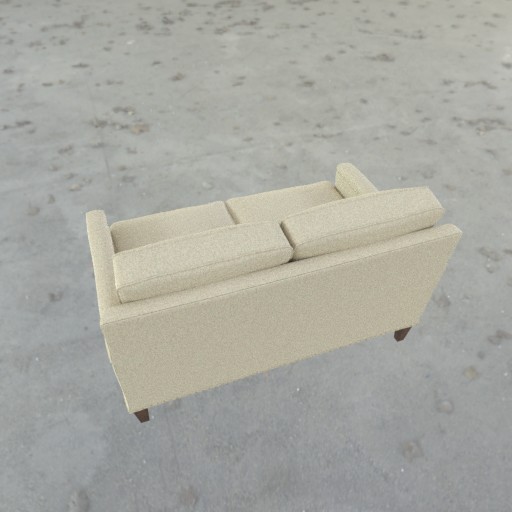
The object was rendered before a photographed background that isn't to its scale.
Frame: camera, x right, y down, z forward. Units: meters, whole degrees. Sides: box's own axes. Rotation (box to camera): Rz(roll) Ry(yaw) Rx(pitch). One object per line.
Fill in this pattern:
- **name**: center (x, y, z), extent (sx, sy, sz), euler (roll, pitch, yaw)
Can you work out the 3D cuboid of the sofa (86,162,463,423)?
- **sofa**: center (0.000, 0.000, 2.295), extent (1.597, 1.003, 1.084), euler (-13, 44, -15)
